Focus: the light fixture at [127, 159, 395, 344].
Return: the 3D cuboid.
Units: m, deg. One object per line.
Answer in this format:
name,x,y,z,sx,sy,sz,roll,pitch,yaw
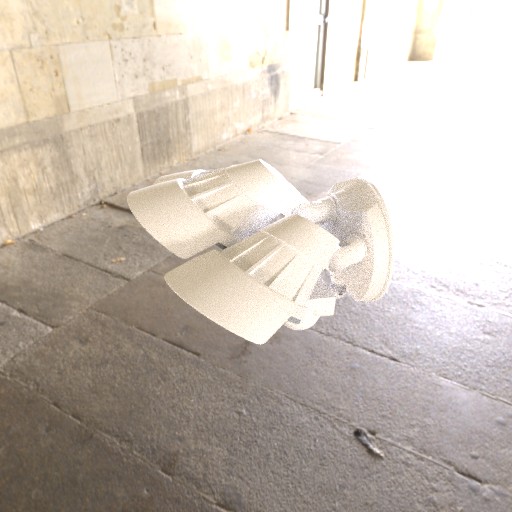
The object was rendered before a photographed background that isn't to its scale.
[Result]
light fixture,0.000,0.000,0.539,0.278,0.237,0.369,-7,31,-12
